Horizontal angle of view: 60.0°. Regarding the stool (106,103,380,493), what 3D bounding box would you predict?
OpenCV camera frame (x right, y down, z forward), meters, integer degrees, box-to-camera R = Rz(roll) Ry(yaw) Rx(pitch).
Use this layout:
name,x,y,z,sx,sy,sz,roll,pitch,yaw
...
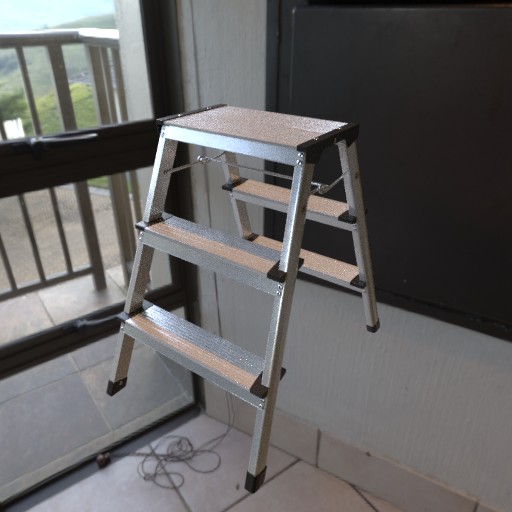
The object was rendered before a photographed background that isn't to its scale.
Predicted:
name,x,y,z,sx,sy,sz,roll,pitch,yaw
stool,0.000,0.000,1.015,0.437,0.605,0.622,19,35,31
